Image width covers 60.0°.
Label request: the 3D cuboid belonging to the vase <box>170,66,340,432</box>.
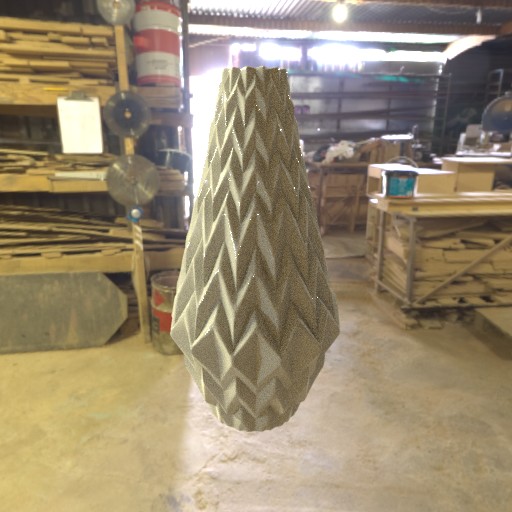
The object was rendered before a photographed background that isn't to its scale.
[{"bbox_3d":[0.000,0.000,0.421,0.167,0.328,0.167,0,17,0],"label":"vase"}]
